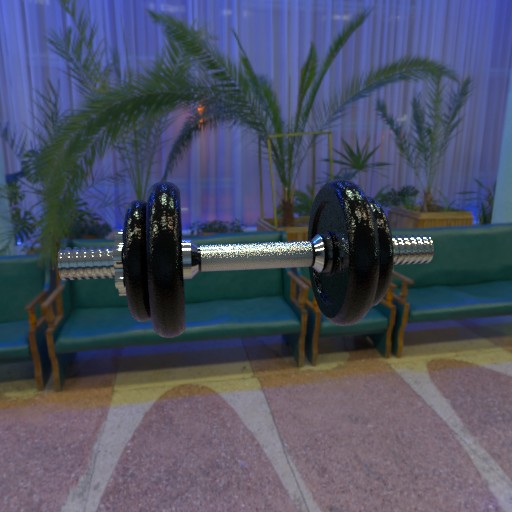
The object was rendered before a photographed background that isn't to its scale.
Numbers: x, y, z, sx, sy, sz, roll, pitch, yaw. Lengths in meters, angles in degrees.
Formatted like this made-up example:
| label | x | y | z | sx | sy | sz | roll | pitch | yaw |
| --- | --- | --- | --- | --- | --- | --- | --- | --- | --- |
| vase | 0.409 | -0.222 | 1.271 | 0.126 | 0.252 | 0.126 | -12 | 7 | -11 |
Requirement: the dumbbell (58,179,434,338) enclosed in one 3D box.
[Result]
| label | x | y | z | sx | sy | sz | roll | pitch | yaw |
| --- | --- | --- | --- | --- | --- | --- | --- | --- | --- |
| dumbbell | 0.000 | 0.000 | 0.599 | 0.497 | 0.202 | 0.202 | -2 | 15 | -9 |
